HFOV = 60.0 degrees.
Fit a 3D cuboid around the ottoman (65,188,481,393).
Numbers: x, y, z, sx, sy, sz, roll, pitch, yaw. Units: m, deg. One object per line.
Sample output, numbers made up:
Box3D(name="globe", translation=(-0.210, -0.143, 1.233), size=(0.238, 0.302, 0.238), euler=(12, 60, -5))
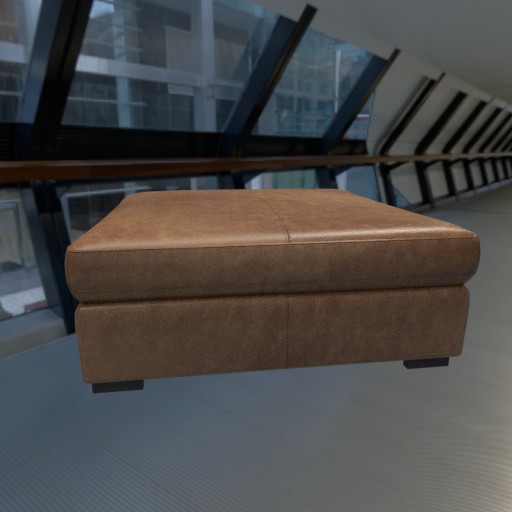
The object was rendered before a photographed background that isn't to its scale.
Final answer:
Box3D(name="ottoman", translation=(0.000, 0.000, 1.797), size=(1.168, 0.483, 1.169), euler=(-2, 15, -8))
